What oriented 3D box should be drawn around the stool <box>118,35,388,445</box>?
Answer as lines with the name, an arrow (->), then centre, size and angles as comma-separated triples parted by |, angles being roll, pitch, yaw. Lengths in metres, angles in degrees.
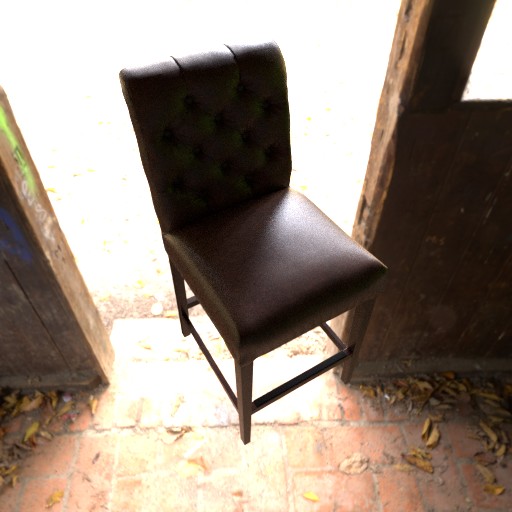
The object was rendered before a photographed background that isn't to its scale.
stool -> 0.000, 0.000, 1.407 | 0.486, 1.084, 0.660 | -23, 51, -21
